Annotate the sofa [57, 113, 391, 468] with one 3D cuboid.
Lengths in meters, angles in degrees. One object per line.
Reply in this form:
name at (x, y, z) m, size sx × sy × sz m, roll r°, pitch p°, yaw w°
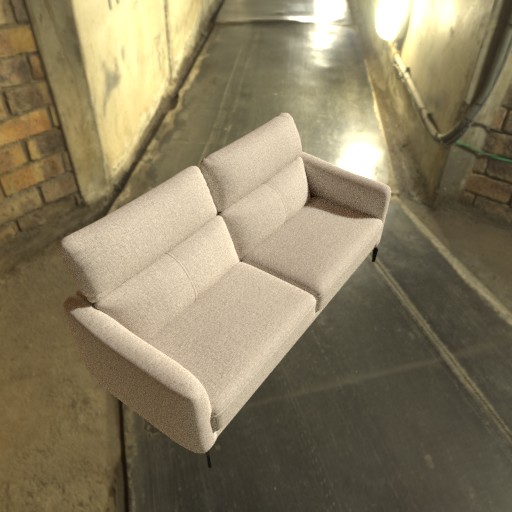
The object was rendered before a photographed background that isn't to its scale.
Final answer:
sofa at (0.000, 0.000, 2.533) m, size 0.856 × 0.956 × 2.015 m, roll 25°, pitch 46°, yaw 27°
